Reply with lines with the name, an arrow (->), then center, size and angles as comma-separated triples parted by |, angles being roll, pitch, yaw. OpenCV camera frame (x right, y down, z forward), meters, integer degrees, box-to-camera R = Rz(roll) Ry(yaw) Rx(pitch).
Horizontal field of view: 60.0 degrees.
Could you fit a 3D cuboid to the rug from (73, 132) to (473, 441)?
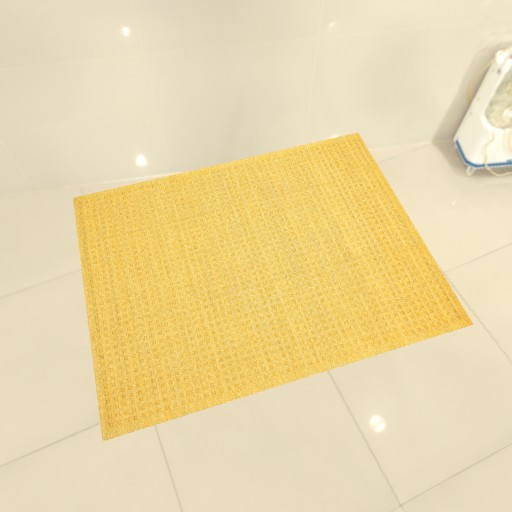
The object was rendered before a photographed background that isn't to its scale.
rug -> 0.000, 0.000, 4.277 | 3.242, 0.015, 2.486 | -15, 60, -9
